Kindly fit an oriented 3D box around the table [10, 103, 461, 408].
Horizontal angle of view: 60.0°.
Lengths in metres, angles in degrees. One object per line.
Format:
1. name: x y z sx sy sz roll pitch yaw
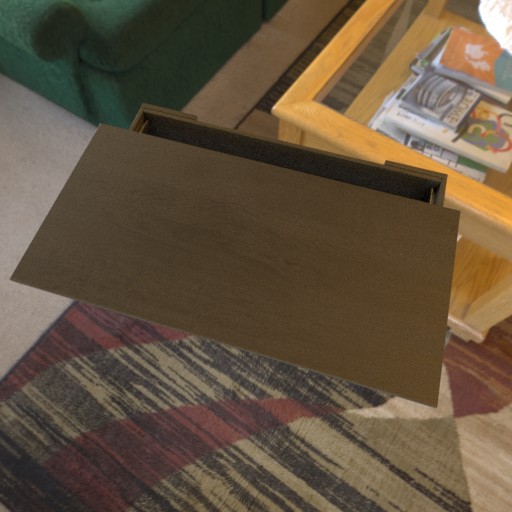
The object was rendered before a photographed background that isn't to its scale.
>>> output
1. table: 0.000 0.000 1.384 1.000 0.570 0.711 15 65 7
